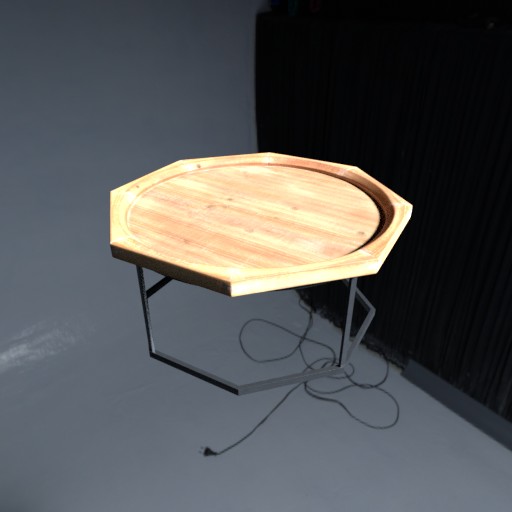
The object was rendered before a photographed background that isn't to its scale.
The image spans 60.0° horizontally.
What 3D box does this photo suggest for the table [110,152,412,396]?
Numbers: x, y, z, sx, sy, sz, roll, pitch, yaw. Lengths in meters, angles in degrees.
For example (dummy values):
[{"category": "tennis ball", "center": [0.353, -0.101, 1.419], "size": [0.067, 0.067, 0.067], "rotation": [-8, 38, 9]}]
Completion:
[{"category": "table", "center": [0.000, 0.000, 1.571], "size": [1.002, 0.444, 1.002], "rotation": [0, 30, 0]}]
